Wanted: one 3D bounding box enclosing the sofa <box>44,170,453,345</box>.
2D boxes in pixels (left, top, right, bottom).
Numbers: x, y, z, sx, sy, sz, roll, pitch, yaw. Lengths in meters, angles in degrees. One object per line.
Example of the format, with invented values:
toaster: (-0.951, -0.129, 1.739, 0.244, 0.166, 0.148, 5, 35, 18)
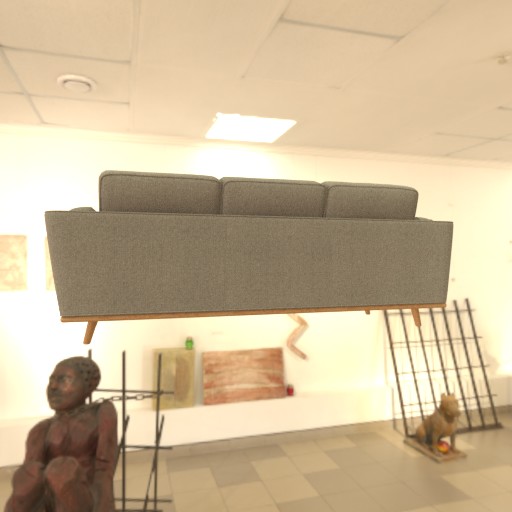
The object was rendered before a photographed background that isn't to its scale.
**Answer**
sofa: (0.000, 0.000, 2.830, 2.362, 0.899, 0.903, 0, 0, -17)
